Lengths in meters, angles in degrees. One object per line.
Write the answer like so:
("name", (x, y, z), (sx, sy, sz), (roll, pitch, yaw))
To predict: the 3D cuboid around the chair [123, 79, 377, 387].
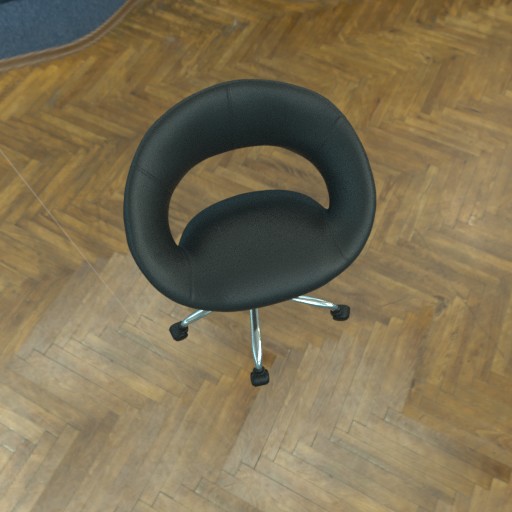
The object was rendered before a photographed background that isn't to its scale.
("chair", (0.000, 0.000, 1.194), (0.612, 0.791, 0.538), (-15, 65, -7))
